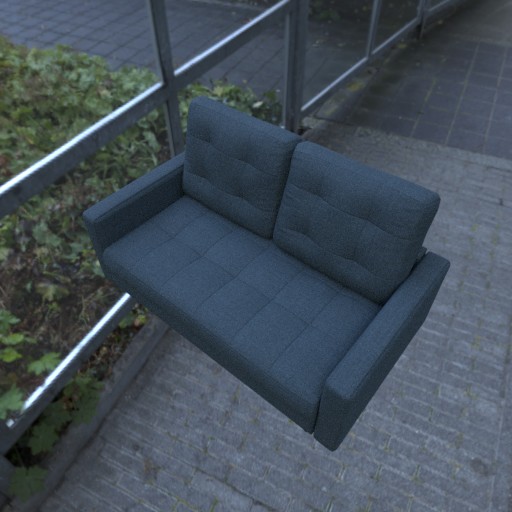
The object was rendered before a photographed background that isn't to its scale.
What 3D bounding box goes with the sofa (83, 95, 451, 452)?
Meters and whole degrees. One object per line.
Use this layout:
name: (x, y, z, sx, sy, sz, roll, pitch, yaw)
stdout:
sofa: (0.000, 0.000, 1.963, 1.407, 0.907, 0.842, 31, 53, 26)
